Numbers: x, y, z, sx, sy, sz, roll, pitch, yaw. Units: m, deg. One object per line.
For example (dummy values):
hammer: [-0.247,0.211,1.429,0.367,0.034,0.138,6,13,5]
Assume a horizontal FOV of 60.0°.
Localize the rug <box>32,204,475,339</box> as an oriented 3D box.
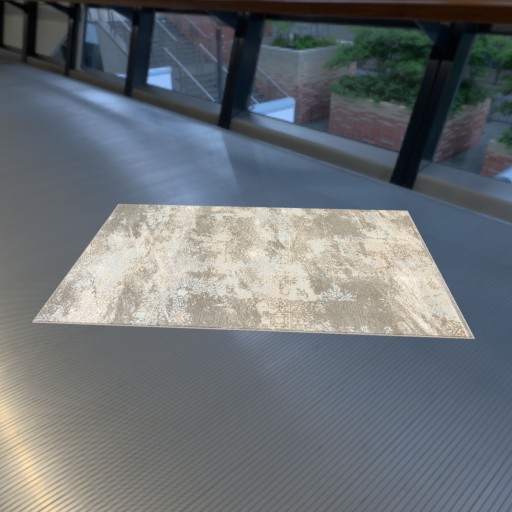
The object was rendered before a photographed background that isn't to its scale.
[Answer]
rug: [0.000,0.000,3.078,2.431,0.012,1.536,2,32,3]
